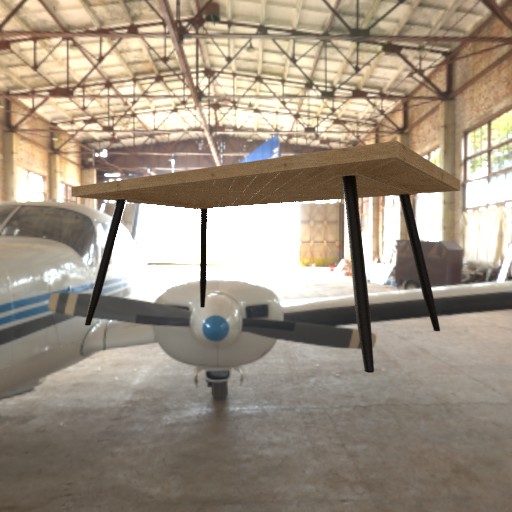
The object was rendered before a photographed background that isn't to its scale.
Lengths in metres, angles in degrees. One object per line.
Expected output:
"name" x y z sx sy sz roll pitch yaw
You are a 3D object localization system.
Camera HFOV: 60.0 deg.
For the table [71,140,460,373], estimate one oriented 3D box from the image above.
"table" 0.000 0.000 2.342 1.803 0.762 0.991 1 1 35
